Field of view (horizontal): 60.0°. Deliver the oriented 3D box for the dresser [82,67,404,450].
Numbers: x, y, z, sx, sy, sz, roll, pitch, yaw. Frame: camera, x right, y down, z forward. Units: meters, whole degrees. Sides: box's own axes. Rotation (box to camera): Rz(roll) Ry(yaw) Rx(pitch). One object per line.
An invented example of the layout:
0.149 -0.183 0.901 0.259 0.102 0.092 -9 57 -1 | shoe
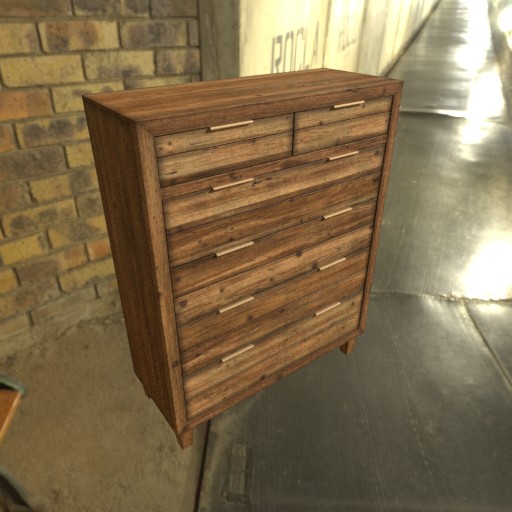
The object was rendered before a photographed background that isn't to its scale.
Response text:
0.000 0.000 1.883 1.067 1.359 0.438 -20 36 -31 | dresser
